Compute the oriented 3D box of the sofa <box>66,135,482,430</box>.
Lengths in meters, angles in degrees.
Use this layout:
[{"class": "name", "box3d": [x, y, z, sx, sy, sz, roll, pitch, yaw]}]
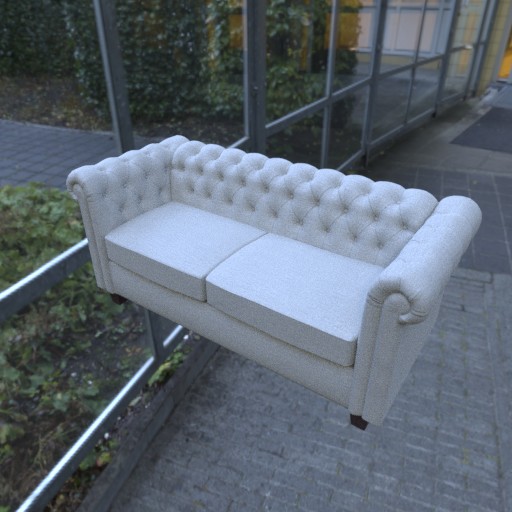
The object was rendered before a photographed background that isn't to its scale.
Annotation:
[{"class": "sofa", "box3d": [0.000, 0.000, 2.197, 1.798, 0.797, 0.783, 20, 36, 29]}]
